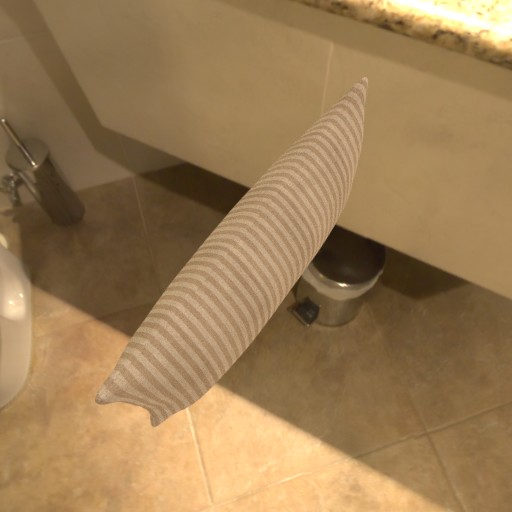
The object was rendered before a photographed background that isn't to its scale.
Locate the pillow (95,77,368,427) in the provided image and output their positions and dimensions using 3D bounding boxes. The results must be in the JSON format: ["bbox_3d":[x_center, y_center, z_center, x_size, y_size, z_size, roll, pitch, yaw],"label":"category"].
[{"bbox_3d":[0.000,0.000,0.730,0.151,0.295,0.617,32,68,15],"label":"pillow"}]
